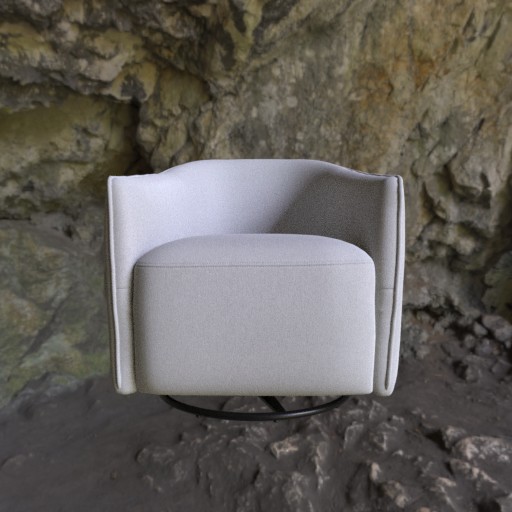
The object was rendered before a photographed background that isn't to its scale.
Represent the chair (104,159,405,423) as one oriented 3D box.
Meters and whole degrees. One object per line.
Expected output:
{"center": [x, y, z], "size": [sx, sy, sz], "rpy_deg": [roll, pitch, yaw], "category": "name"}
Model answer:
{"center": [0.000, 0.000, 1.431], "size": [0.747, 0.799, 0.875], "rpy_deg": [0, 0, 1], "category": "chair"}
